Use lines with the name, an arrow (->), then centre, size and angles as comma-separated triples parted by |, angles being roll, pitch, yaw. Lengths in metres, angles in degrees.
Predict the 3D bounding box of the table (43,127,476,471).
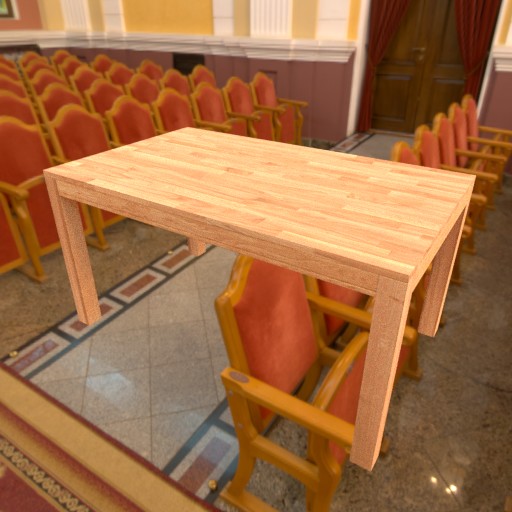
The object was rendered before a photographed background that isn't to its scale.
table -> 0.000, 0.000, 1.976 | 1.500, 0.770, 0.900 | 18, 34, 28
